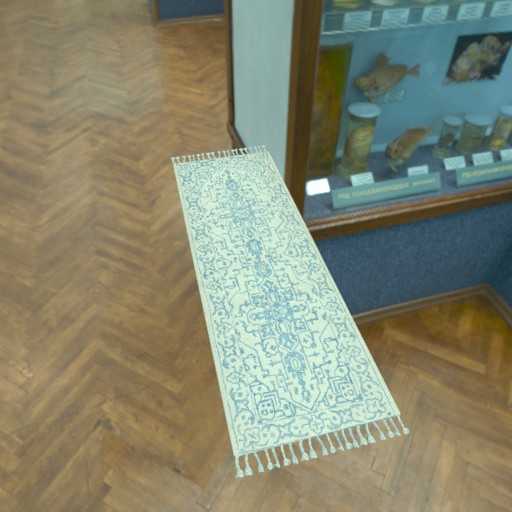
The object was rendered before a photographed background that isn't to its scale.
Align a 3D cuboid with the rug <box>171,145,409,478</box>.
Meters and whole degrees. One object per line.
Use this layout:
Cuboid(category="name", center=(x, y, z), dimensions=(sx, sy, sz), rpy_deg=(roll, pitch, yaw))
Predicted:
Cuboid(category="rug", center=(0.000, 0.000, 2.696), dimensions=(0.774, 0.011, 2.449), rpy_deg=(-10, 46, -10))
